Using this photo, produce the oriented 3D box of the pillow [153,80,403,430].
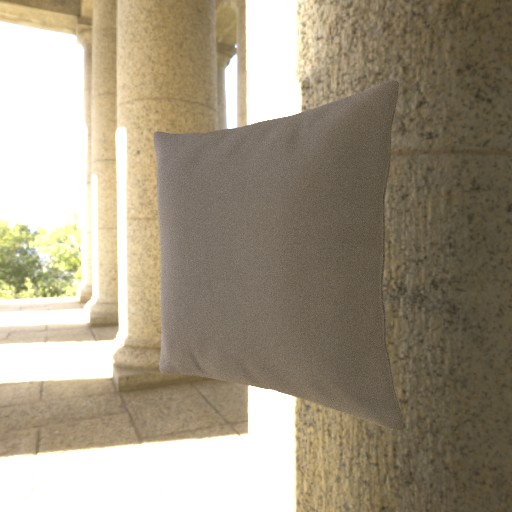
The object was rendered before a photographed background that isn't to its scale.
[{"bbox_3d":[0.000,0.000,0.788,0.523,0.510,0.166,1,2,37],"label":"pillow"}]
